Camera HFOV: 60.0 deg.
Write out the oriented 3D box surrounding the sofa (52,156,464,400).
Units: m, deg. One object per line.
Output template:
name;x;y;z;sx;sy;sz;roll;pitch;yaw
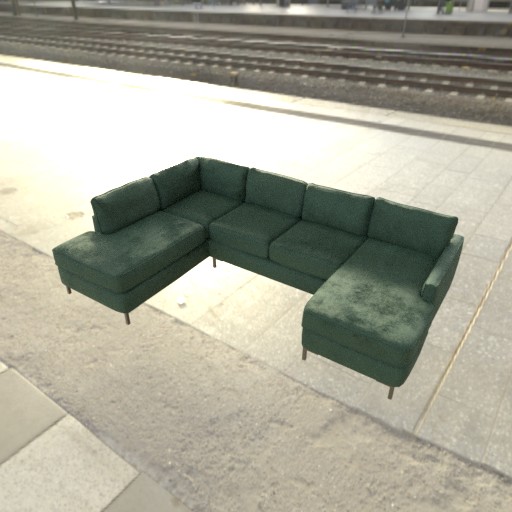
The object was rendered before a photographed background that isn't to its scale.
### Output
sofa;0.000;0.000;3.831;2.994;0.861;1.992;19;36;28
